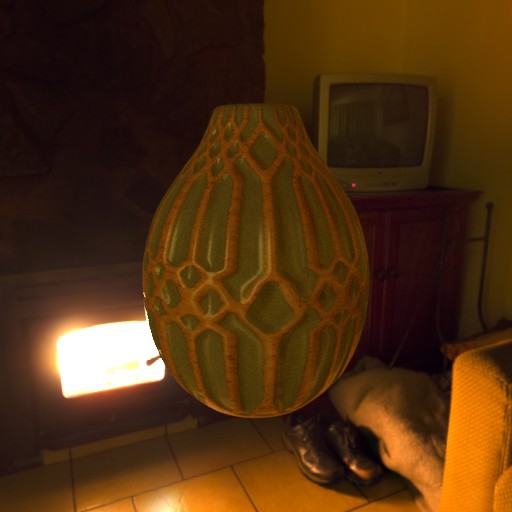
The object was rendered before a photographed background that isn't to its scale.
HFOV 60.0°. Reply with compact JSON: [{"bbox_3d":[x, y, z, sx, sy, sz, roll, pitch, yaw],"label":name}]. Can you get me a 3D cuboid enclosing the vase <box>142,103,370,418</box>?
[{"bbox_3d":[0.000,0.000,0.137,0.069,0.088,0.069,0,14,0],"label":"vase"}]
